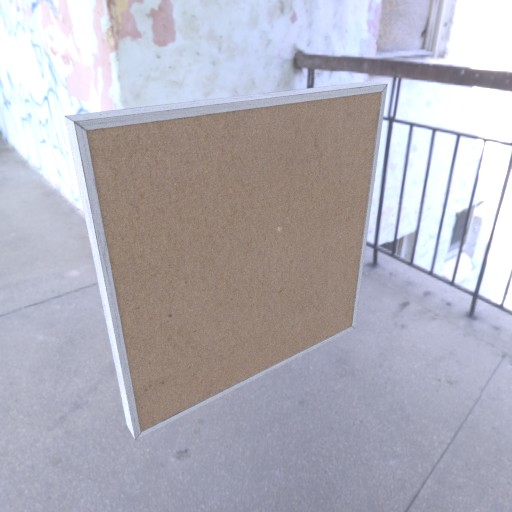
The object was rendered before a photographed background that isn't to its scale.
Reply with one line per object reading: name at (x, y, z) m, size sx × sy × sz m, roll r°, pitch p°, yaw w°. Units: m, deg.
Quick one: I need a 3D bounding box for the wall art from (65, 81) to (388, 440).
wall art at (0.000, 0.000, 0.742) m, size 0.508 × 0.508 × 0.038 m, roll -19°, pitch 34°, yaw -30°
